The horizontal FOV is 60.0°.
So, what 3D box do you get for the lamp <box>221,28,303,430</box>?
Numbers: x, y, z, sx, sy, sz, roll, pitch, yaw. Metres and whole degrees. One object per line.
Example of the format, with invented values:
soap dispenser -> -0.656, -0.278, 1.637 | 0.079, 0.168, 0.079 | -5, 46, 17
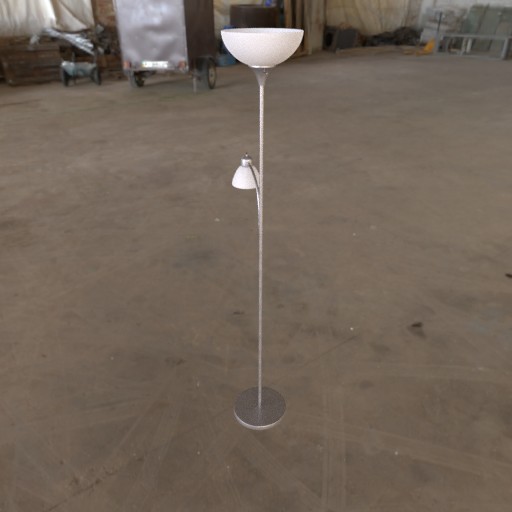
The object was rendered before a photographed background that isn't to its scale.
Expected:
lamp -> 0.000, 0.000, 1.978 | 0.279, 1.804, 0.425 | -8, 31, -13
